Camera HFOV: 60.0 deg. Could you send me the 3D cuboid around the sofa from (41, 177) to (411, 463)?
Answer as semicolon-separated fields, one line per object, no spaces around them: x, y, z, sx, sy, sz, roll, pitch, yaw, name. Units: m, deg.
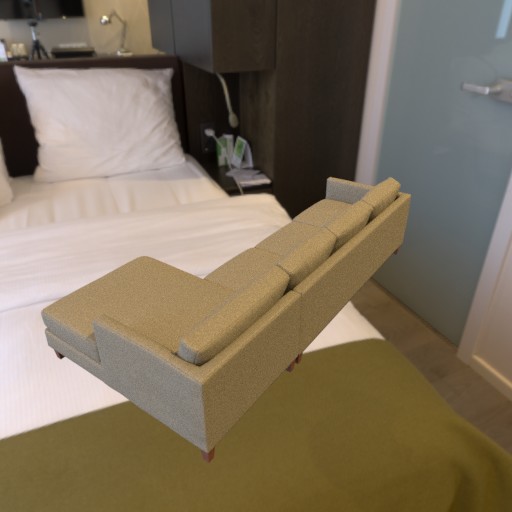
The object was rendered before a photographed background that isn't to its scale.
0.000;0.000;3.919;1.625;0.861;3.186;20;36;30;sofa
